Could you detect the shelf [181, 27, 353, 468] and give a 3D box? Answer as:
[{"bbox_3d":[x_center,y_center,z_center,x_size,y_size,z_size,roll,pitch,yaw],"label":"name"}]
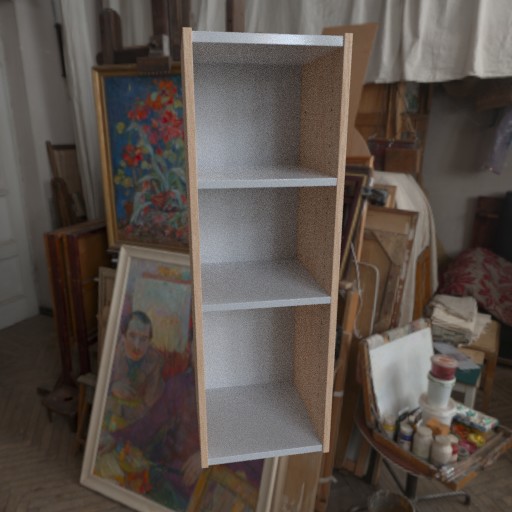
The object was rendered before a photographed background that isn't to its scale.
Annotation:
[{"bbox_3d":[0.000,0.000,1.032,0.300,0.900,0.290,-3,17,-10],"label":"shelf"}]
